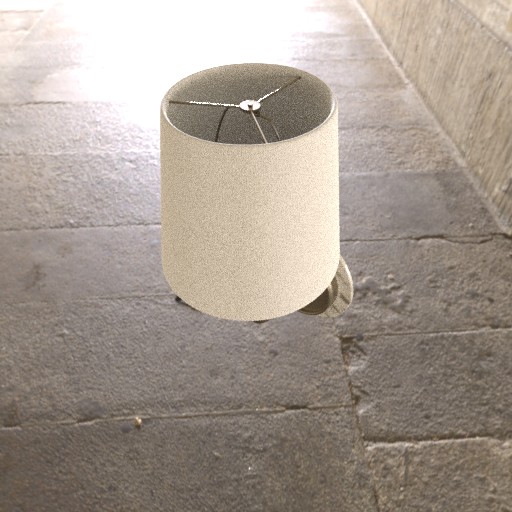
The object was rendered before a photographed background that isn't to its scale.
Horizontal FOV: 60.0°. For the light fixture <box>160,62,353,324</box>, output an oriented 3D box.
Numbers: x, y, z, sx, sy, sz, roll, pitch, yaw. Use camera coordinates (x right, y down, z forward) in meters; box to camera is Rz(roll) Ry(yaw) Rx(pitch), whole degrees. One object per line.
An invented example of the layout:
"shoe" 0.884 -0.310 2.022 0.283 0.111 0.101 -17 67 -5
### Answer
"light fixture" 0.000 0.000 0.444 0.168 0.337 0.188 32 54 27
